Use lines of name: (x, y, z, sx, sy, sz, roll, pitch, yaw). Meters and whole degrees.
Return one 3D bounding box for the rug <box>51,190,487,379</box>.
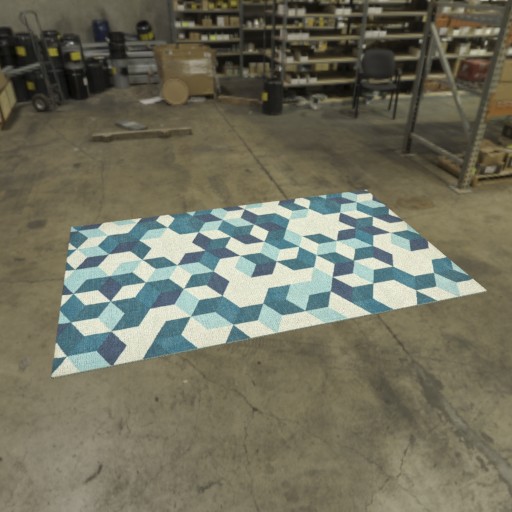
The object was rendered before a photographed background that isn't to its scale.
rug: (0.000, 0.000, 2.980, 2.438, 0.015, 1.518, -9, 34, -13)
